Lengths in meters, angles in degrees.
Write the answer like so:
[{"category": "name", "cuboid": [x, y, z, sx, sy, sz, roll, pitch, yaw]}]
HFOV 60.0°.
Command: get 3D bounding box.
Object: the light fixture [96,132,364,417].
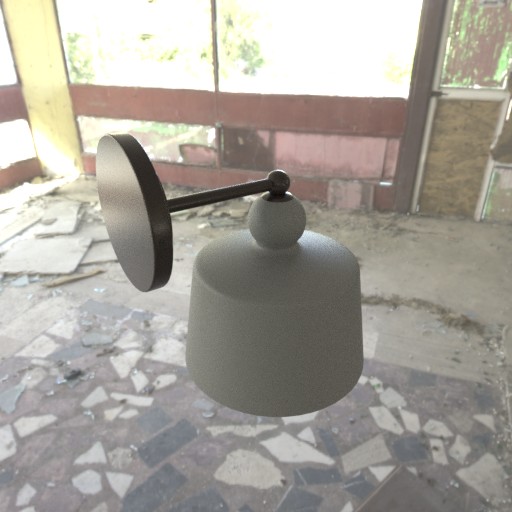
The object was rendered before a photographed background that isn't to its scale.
[{"category": "light fixture", "cuboid": [0.000, 0.000, 0.444, 0.254, 0.268, 0.204, -17, 32, -30]}]
